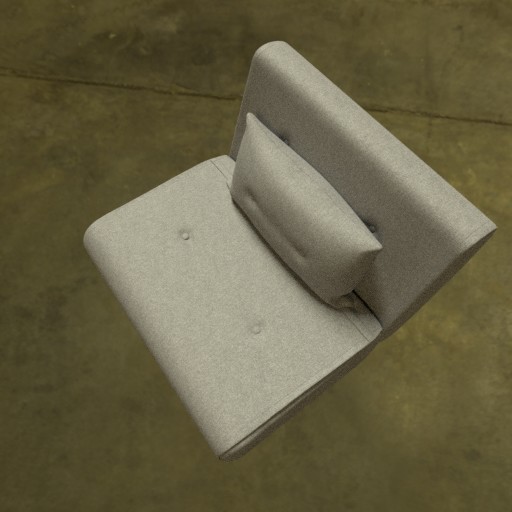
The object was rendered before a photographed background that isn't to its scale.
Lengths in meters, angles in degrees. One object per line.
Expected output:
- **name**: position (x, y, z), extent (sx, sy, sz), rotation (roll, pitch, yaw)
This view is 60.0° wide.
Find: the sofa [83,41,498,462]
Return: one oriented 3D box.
- **sofa**: position (0.000, 0.000, 1.635), extent (1.000, 0.825, 1.020), rotation (-33, 67, -16)
